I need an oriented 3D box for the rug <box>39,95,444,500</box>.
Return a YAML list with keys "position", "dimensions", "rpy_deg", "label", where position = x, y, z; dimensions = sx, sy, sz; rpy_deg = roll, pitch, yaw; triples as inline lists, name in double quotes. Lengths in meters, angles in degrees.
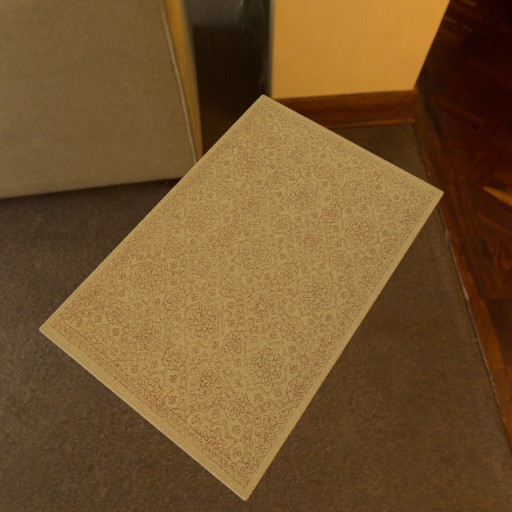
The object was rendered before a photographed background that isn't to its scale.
- position: [0.000, 0.000, 2.260]
  dimensions: [1.219, 0.010, 1.829]
  rpy_deg: [33, 69, 14]
  label: "rug"
